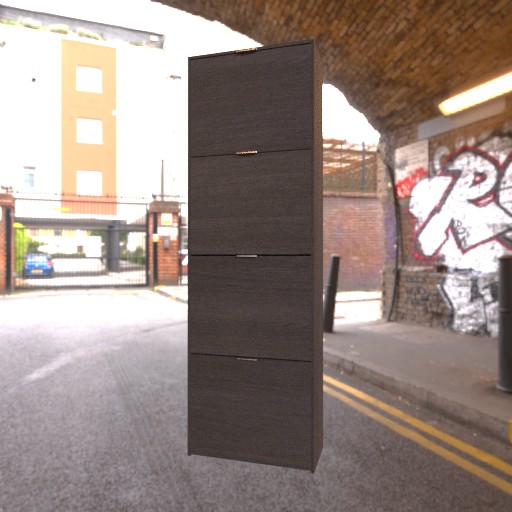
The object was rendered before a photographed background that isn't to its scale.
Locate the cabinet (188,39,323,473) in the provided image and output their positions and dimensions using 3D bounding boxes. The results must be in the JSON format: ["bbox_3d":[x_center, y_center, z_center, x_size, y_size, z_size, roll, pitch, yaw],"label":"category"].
[{"bbox_3d":[0.000,0.000,1.839,0.520,1.630,0.255,0,0,17],"label":"cabinet"}]
